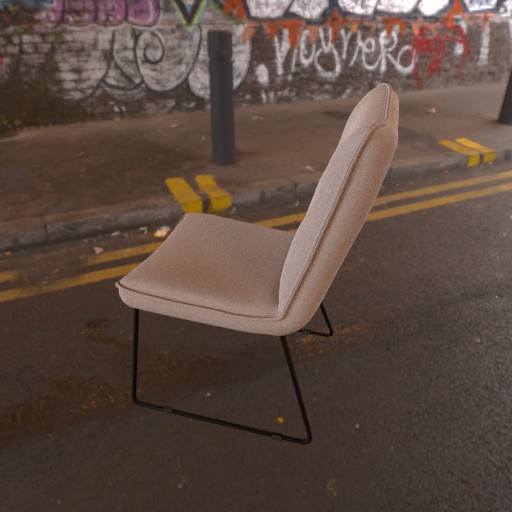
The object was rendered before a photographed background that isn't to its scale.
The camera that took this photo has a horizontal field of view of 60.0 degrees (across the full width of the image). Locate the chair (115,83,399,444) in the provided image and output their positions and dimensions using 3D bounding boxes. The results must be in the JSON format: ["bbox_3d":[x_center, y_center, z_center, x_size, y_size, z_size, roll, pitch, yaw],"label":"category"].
[{"bbox_3d":[0.000,0.000,1.320,0.688,0.930,0.515,8,31,14],"label":"chair"}]
